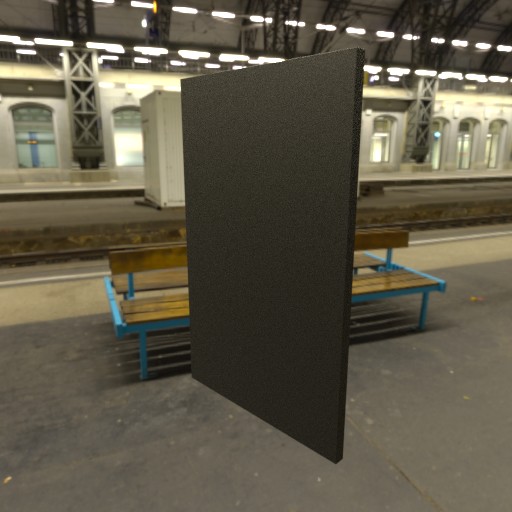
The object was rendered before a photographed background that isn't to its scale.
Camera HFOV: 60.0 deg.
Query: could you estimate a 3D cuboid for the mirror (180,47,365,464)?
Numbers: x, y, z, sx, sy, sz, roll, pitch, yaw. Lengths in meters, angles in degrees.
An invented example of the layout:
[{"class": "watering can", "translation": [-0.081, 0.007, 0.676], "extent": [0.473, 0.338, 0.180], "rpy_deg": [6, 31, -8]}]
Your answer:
[{"class": "mirror", "translation": [0.000, 0.000, 1.534], "extent": [0.038, 1.219, 0.762], "rpy_deg": [-13, 19, -43]}]
